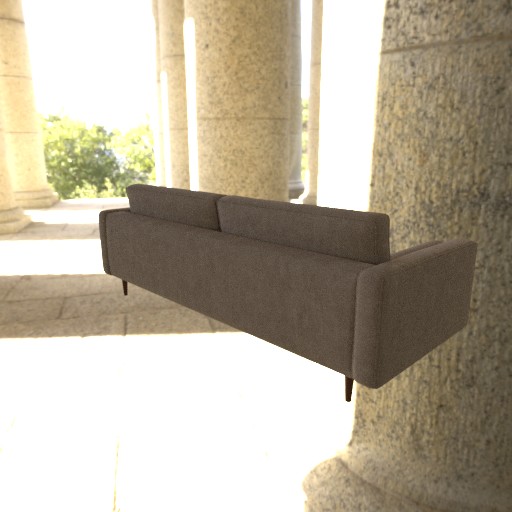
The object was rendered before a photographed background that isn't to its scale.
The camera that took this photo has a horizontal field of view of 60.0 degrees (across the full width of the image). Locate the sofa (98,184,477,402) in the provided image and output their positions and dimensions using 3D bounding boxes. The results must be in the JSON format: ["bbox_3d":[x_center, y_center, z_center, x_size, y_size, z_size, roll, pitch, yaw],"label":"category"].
[{"bbox_3d":[0.000,0.000,2.636,0.919,0.770,2.200,-14,20,-43],"label":"sofa"}]
